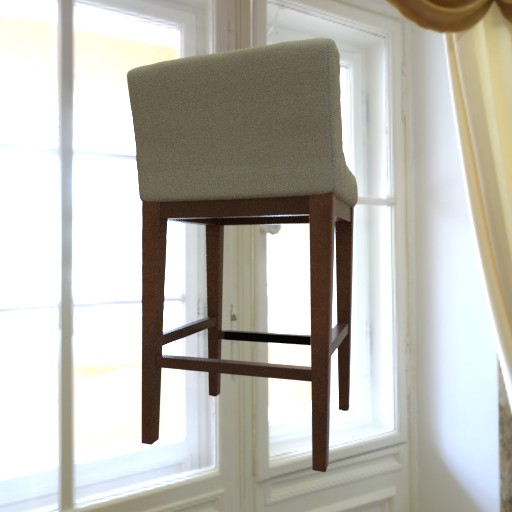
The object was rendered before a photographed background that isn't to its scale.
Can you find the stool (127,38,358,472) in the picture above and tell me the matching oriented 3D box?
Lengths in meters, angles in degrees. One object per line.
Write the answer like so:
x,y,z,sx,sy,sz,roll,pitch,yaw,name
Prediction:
0.000,0.000,1.215,0.511,0.937,0.500,0,0,19,stool
